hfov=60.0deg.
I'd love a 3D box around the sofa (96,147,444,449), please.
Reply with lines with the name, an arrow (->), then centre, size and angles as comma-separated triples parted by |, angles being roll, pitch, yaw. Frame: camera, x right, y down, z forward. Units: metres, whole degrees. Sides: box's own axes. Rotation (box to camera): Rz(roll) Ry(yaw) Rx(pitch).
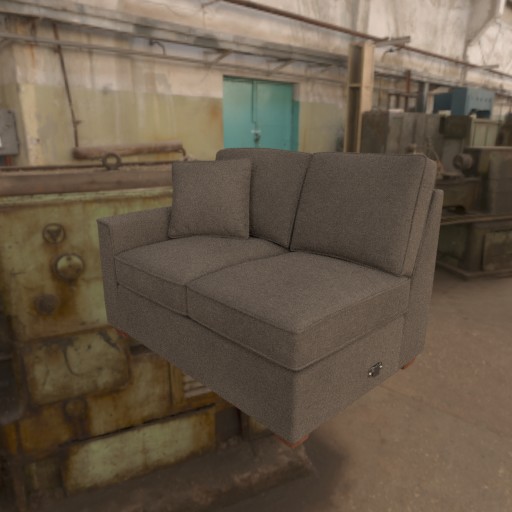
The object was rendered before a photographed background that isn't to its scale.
sofa -> 0.000, 0.000, 2.145 | 0.991, 0.989, 1.388 | -15, 22, -42
